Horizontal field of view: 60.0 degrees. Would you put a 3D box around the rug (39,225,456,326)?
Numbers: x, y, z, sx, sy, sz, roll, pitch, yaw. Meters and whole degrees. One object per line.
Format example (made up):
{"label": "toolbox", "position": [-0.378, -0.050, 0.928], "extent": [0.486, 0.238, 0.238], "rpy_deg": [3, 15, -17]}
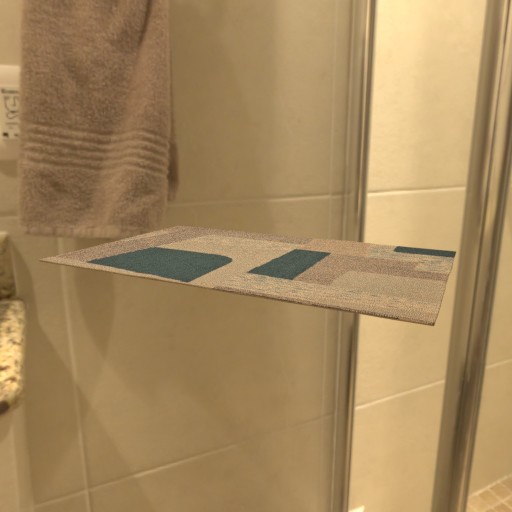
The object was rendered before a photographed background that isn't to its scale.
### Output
{"label": "rug", "position": [0.000, 0.000, 3.034], "extent": [2.436, 0.015, 1.521], "rpy_deg": [7, 15, 26]}
